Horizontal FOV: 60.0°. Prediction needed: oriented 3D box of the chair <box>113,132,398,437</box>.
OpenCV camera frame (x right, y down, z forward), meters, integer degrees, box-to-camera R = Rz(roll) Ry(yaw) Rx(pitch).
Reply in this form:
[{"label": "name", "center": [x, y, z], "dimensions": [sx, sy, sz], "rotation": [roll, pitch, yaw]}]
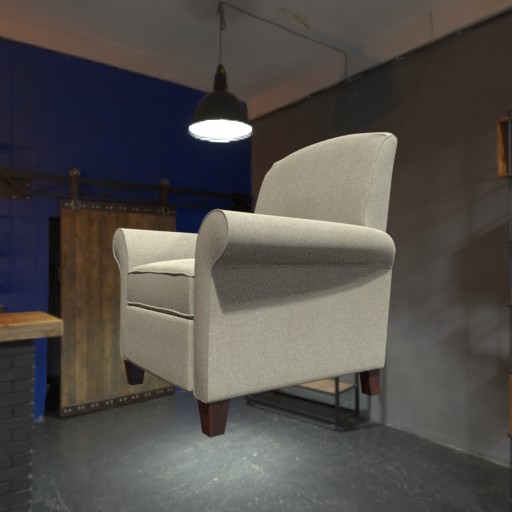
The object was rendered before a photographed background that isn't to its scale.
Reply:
[{"label": "chair", "center": [0.000, 0.000, 1.807], "dimensions": [0.905, 1.061, 0.978], "rotation": [0, -1, -35]}]
